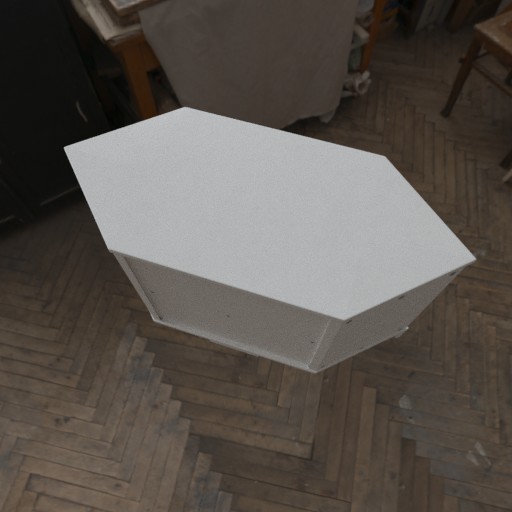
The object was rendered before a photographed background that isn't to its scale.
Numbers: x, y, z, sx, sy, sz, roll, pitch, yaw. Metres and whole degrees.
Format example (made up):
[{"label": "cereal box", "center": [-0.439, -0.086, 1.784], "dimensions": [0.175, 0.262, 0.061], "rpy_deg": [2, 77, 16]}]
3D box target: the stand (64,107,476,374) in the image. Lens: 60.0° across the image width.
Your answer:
[{"label": "stand", "center": [0.000, 0.000, 1.370], "dimensions": [1.072, 0.614, 0.477], "rpy_deg": [16, 64, 8]}]
